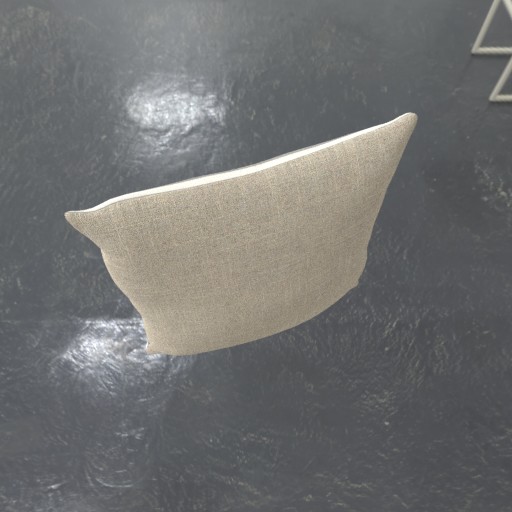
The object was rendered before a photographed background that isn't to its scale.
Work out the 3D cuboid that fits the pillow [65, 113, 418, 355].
[{"bbox_3d":[0.000,0.000,0.690,0.439,0.440,0.182,-17,60,-10],"label":"pillow"}]
